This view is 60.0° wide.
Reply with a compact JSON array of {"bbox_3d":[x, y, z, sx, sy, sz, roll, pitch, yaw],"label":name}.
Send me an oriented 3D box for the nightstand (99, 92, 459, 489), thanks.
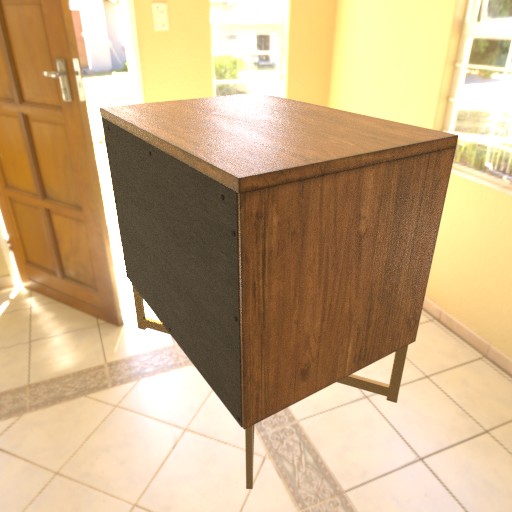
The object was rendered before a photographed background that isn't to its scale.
[{"bbox_3d":[0.000,0.000,1.014,0.446,0.610,0.610,-17,32,-29],"label":"nightstand"}]
